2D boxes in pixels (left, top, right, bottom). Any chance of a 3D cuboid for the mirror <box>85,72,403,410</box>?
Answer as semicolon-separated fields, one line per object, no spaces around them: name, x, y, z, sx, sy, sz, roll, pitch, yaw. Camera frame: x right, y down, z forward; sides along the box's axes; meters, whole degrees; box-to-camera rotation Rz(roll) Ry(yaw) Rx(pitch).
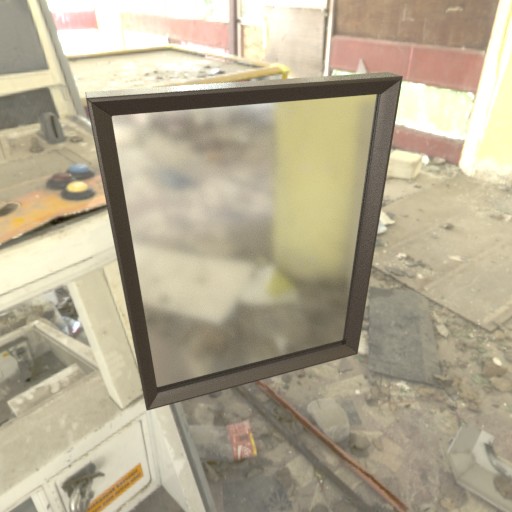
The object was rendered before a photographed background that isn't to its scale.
mirror;0.000;0.000;0.688;0.406;0.509;0.041;-10;33;-16
